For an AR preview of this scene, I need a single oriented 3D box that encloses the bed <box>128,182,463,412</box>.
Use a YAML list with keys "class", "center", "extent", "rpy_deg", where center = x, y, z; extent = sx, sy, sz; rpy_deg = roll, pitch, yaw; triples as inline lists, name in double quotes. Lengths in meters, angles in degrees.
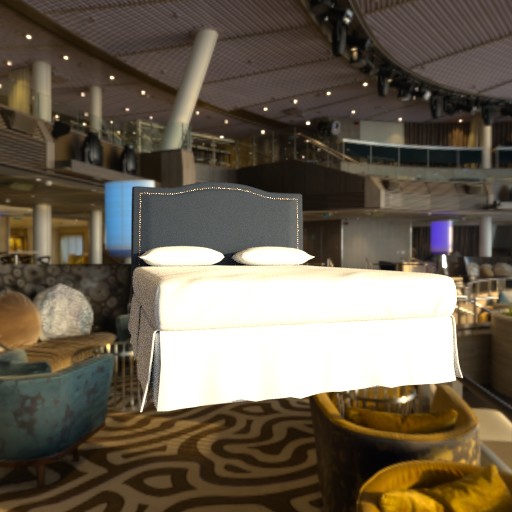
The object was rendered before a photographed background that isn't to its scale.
- class: "bed"
  center: [0.000, 0.000, 3.333]
  extent: [1.821, 1.436, 2.282]
  rpy_deg: [0, 0, -18]
